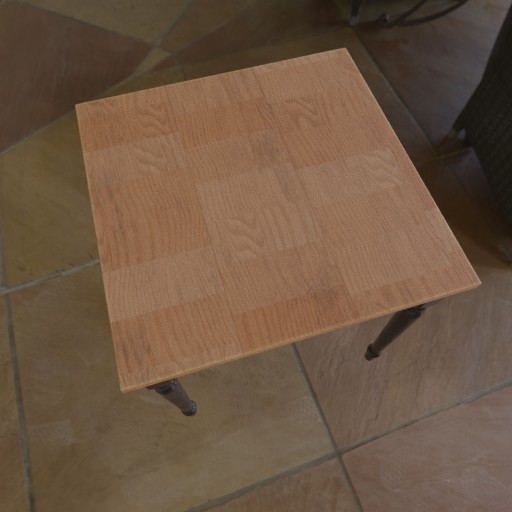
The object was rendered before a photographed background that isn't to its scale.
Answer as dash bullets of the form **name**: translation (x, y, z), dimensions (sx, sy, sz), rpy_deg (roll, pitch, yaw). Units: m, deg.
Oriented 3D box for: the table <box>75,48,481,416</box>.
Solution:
- **table**: translation (0.000, 0.000, 1.355), dimensions (0.747, 0.738, 0.747), rpy_deg (-15, 64, -7)
